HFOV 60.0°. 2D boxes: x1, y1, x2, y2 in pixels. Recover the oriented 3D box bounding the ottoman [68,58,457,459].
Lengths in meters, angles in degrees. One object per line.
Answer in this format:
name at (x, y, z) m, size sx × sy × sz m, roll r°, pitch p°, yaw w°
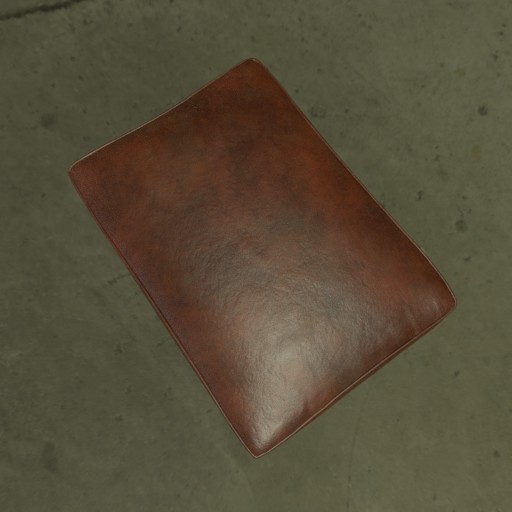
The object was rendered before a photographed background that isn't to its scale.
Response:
ottoman at (0.000, 0.000, 0.986) m, size 0.501 × 0.432 × 0.665 m, roll -34°, pitch 78°, yaw -9°
